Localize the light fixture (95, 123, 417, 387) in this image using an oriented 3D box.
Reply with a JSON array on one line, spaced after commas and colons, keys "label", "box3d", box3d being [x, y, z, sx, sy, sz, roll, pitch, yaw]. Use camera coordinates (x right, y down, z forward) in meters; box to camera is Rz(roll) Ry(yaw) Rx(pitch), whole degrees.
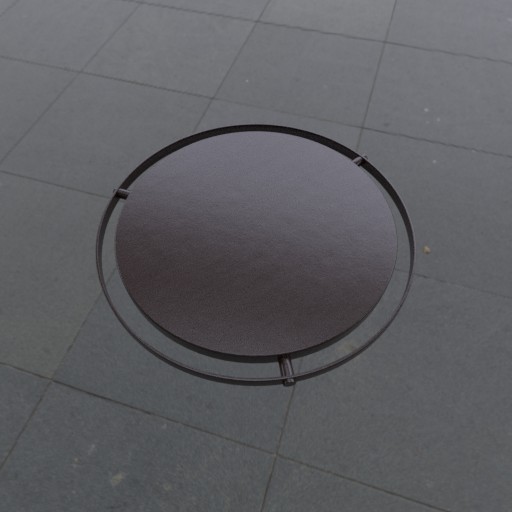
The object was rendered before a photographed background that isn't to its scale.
[{"label": "light fixture", "box3d": [0.000, 0.000, 0.557, 0.361, 0.130, 0.361, 0, 56, 0]}]
